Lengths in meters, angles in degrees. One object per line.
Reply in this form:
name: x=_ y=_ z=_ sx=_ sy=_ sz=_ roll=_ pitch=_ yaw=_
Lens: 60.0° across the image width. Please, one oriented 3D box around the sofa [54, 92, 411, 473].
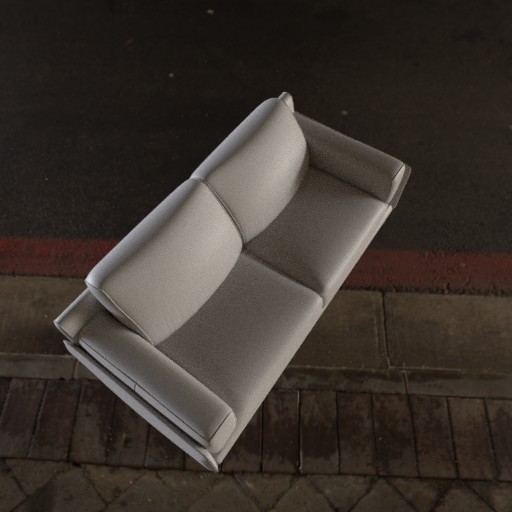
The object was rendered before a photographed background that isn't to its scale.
sofa: x=0.000 y=0.000 z=2.589 sx=1.049 sy=0.930 sz=2.101 roll=31 pitch=64 yaw=17
